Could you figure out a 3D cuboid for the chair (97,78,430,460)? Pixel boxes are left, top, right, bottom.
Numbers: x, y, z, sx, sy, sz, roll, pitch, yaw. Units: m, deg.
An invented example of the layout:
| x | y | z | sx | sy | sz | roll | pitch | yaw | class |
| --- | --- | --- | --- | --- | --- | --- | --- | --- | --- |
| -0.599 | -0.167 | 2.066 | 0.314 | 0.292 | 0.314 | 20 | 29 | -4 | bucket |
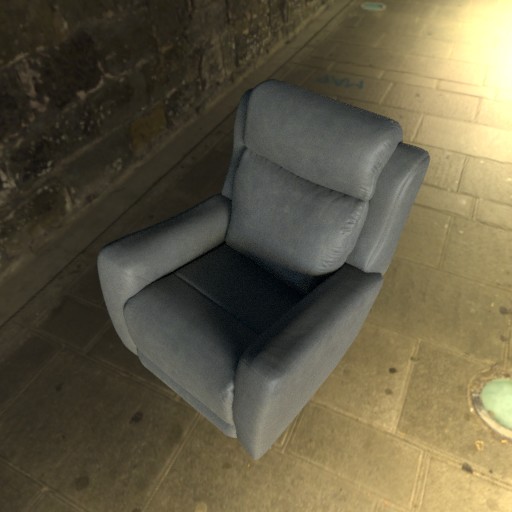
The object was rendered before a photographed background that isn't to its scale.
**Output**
| x | y | z | sx | sy | sz | roll | pitch | yaw | class |
| --- | --- | --- | --- | --- | --- | --- | --- | --- | --- |
| 0.000 | 0.000 | 1.919 | 0.965 | 1.116 | 1.068 | 32 | 53 | 27 | chair |
